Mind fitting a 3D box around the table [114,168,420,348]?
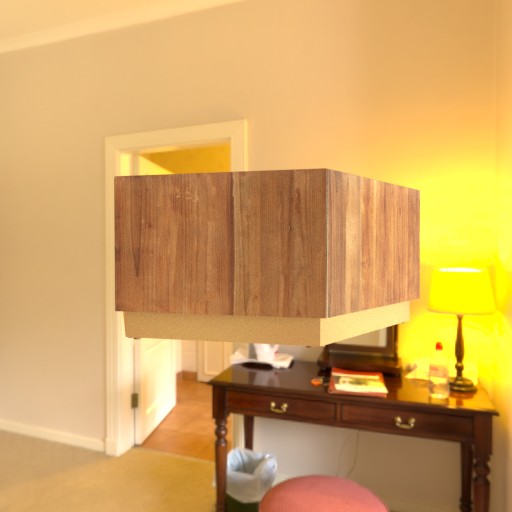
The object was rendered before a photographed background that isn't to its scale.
[{"bbox_3d":[0.000,0.000,1.648,1.000,0.456,1.154,0,1,-18],"label":"table"}]
